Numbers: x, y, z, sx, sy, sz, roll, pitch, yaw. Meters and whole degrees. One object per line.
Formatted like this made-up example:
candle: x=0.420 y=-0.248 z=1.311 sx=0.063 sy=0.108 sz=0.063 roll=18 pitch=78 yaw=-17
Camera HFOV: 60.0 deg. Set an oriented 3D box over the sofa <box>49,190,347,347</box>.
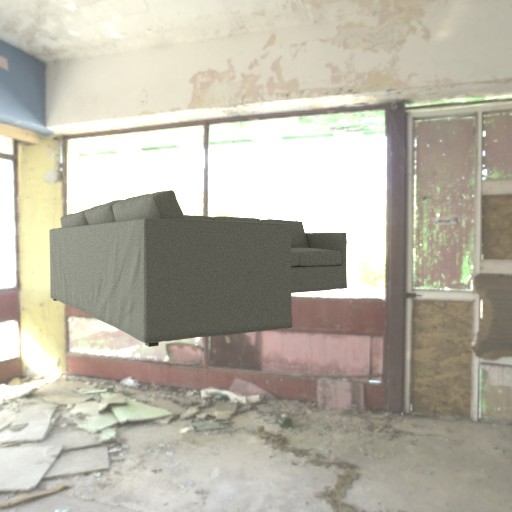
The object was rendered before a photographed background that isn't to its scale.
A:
sofa: x=0.000 y=0.000 z=4.216 sx=3.182 sy=0.871 sz=2.432 roll=-1 pitch=2 yaw=-36
